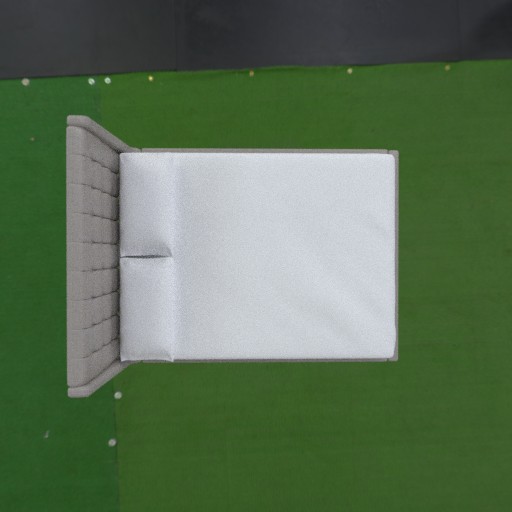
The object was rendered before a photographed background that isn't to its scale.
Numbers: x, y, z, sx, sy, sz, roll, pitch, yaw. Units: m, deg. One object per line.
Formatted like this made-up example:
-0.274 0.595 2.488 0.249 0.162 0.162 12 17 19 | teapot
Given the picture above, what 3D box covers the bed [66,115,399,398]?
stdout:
0.000 0.000 3.163 2.232 1.147 1.656 0 90 -1 | bed
